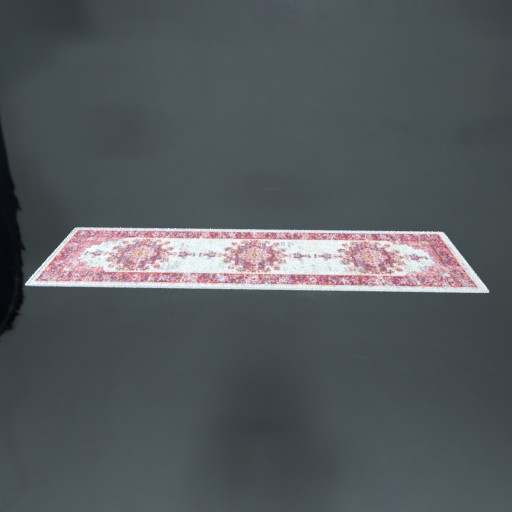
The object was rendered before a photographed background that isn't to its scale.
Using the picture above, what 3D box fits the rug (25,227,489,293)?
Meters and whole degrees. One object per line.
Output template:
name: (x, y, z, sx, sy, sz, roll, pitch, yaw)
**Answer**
rug: (0.000, 0.000, 2.470, 2.294, 0.011, 0.666, 1, 29, 1)
